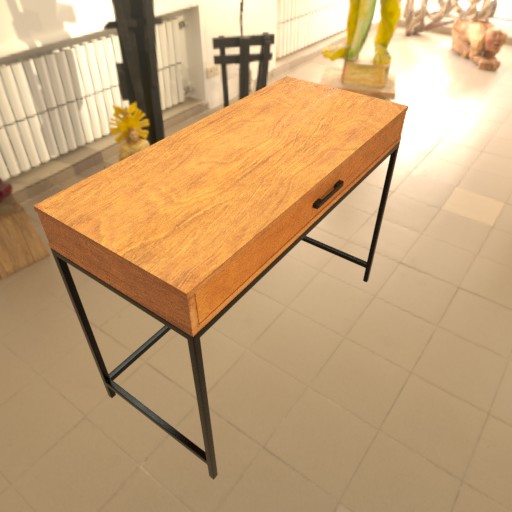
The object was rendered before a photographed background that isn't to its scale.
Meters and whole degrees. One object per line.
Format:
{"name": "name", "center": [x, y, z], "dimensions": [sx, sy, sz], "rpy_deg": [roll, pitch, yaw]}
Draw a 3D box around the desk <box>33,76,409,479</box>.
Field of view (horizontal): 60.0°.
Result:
{"name": "desk", "center": [0.000, 0.000, 1.427], "dimensions": [0.470, 0.762, 1.016], "rpy_deg": [26, 47, 26]}
